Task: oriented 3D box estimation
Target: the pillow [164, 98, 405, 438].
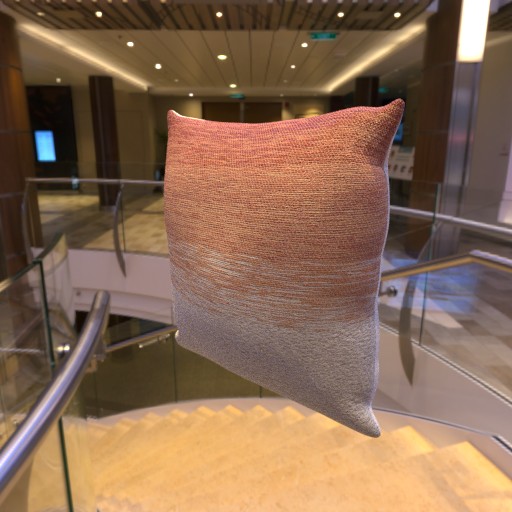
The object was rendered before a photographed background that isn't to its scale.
[{"bbox_3d":[0.000,0.000,0.675,0.440,0.441,0.182,13,20,42],"label":"pillow"}]
